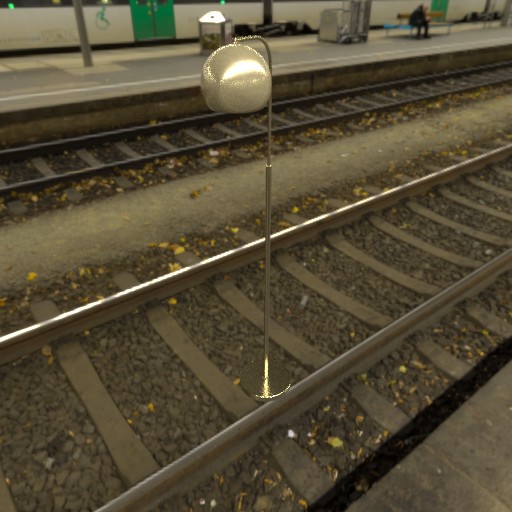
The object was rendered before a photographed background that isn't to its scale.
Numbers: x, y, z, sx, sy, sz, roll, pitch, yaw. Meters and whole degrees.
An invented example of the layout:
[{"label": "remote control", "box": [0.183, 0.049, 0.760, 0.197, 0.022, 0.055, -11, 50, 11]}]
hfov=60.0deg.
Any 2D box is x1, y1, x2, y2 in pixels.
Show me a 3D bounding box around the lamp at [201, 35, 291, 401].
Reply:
[{"label": "lamp", "box": [0.000, 0.000, 1.702, 0.250, 1.526, 0.431, 17, 35, 26]}]
